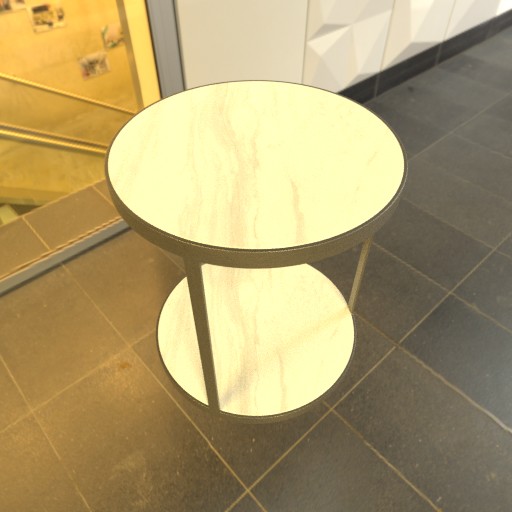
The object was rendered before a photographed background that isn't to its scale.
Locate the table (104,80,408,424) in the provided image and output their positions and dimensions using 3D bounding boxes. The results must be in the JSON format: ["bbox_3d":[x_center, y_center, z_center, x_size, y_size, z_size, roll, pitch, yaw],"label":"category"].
[{"bbox_3d":[0.000,0.000,0.839,0.445,0.479,0.445,0,46,0],"label":"table"}]
